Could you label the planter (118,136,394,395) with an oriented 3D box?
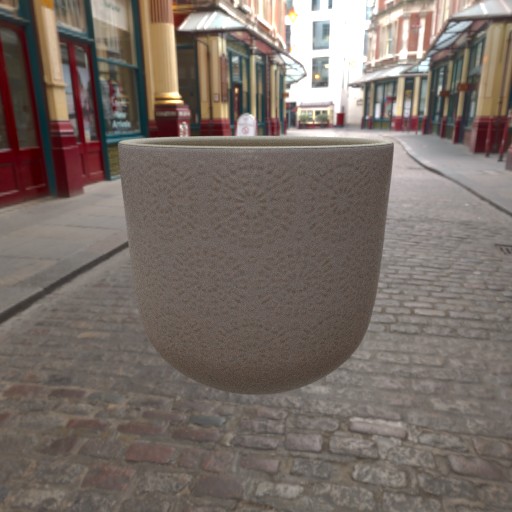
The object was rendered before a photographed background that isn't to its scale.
[{"bbox_3d":[0.000,0.000,0.375,0.208,0.190,0.208,0,17,0],"label":"planter"}]
